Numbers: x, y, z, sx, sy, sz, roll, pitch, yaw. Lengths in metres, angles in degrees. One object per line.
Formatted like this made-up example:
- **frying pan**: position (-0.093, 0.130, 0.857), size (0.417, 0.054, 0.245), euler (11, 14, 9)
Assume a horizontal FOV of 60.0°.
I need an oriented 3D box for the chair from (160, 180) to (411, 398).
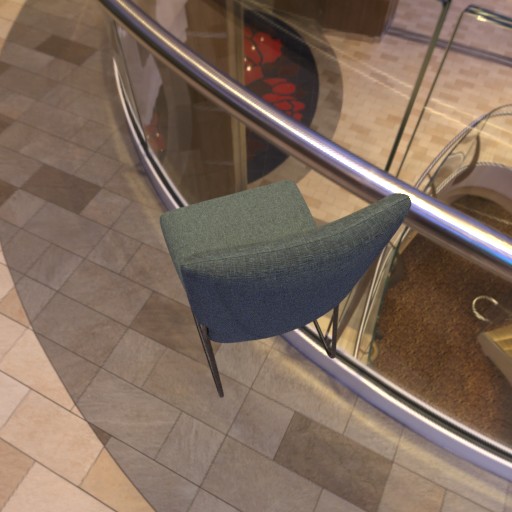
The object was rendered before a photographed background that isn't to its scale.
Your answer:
- **chair**: position (0.000, 0.000, 1.298), size (0.480, 0.931, 0.635), euler (-17, 59, -10)
